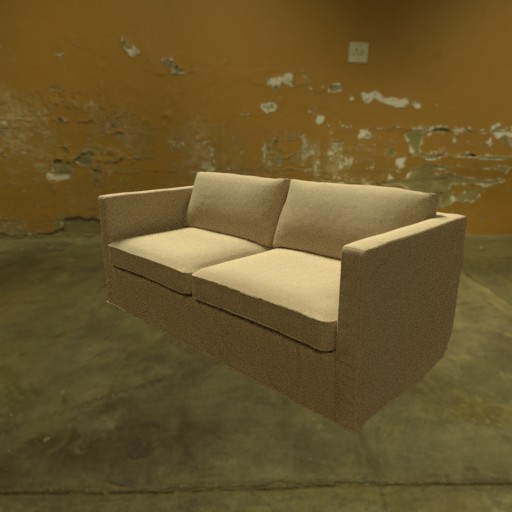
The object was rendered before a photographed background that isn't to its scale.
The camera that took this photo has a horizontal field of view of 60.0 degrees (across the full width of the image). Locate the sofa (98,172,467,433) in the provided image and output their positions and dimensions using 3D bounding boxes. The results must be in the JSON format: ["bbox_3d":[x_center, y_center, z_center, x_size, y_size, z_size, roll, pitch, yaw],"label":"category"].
[{"bbox_3d":[0.000,0.000,2.518,1.959,0.835,0.962,15,21,43],"label":"sofa"}]
